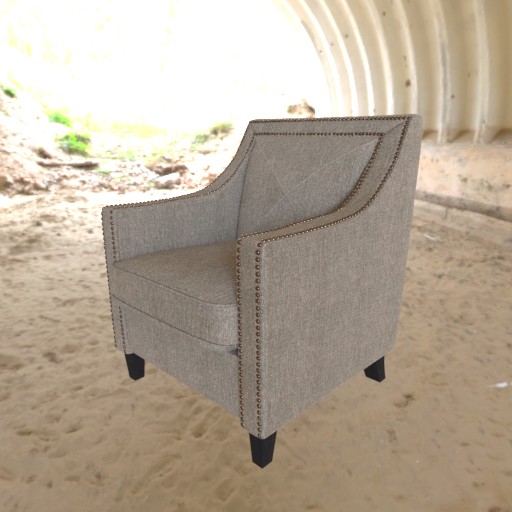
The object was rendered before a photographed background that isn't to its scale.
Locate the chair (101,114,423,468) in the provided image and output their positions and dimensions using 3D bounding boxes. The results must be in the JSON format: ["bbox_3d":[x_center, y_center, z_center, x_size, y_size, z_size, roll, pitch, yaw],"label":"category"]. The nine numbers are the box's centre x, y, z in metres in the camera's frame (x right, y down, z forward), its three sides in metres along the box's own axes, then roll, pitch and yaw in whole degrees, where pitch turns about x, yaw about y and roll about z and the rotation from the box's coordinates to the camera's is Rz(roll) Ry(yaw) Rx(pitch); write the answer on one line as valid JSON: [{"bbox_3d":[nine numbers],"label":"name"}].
[{"bbox_3d":[0.000,0.000,1.576,0.776,0.967,0.884,14,21,42],"label":"chair"}]
